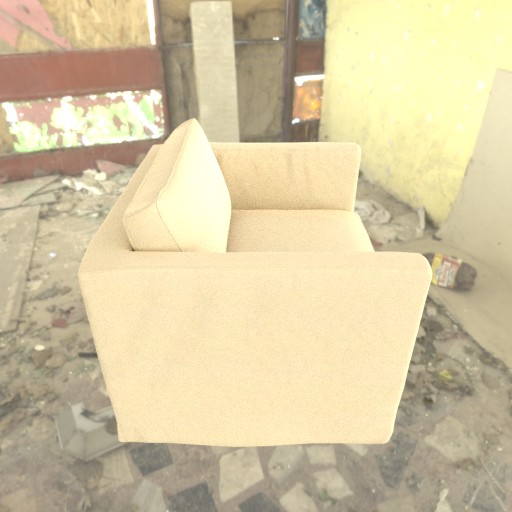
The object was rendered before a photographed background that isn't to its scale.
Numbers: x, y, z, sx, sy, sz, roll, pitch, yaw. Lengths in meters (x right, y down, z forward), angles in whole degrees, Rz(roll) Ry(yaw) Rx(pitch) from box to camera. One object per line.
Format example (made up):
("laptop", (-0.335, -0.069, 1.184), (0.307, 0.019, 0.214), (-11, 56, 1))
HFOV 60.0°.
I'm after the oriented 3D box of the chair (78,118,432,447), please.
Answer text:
("chair", (0.000, 0.000, 1.702), (0.947, 0.851, 1.057), (0, 32, 0))
